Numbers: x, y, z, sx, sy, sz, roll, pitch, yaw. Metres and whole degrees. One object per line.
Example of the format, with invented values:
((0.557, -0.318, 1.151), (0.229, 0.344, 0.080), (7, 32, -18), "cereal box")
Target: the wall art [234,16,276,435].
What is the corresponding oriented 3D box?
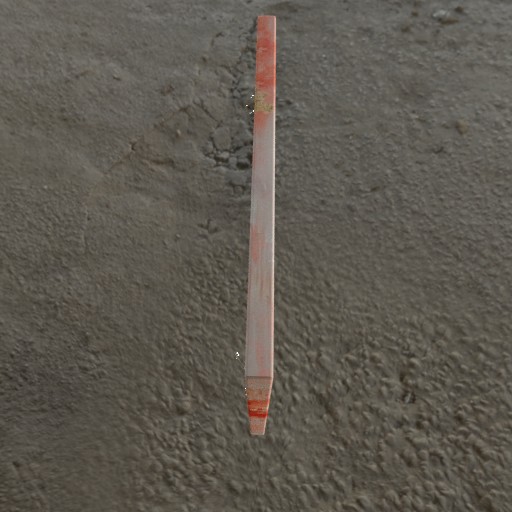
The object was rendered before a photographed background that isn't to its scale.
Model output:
((0.000, 0.000, 1.085), (0.064, 0.746, 0.747), (1, 63, 1), "wall art")
